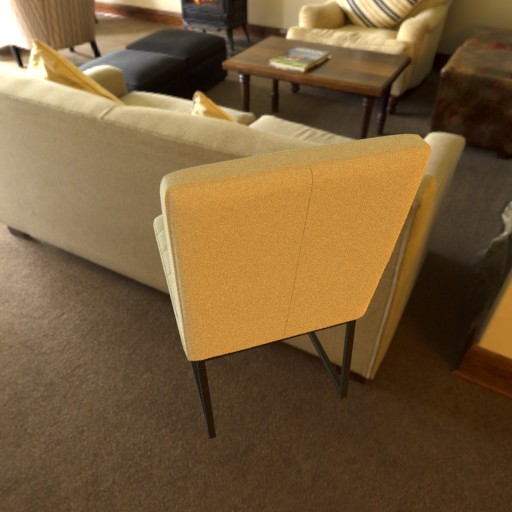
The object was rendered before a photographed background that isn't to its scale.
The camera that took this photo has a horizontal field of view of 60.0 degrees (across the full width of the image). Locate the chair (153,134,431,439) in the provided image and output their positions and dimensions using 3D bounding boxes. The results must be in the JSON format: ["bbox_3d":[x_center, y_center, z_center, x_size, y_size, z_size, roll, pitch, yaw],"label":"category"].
[{"bbox_3d":[0.000,0.000,1.282,0.520,0.930,0.634,-12,42,-14],"label":"chair"}]
